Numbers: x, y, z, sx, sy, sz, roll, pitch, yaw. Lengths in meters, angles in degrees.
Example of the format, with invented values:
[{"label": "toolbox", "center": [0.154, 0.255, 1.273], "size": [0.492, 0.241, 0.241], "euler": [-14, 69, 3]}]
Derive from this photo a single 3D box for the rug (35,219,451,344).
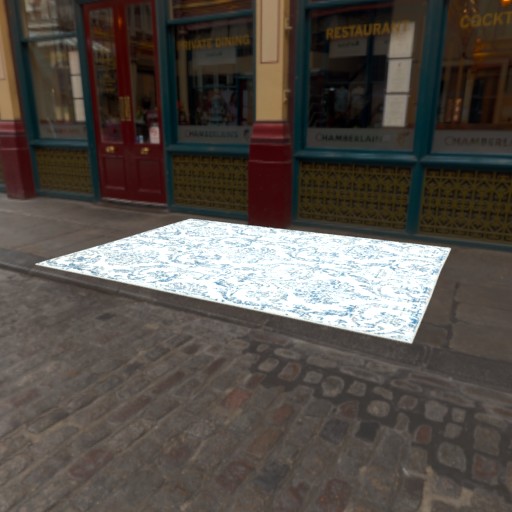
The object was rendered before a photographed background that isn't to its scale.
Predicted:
[{"label": "rug", "center": [0.000, 0.000, 2.869], "size": [2.197, 0.014, 1.586], "euler": [8, 18, 27]}]
